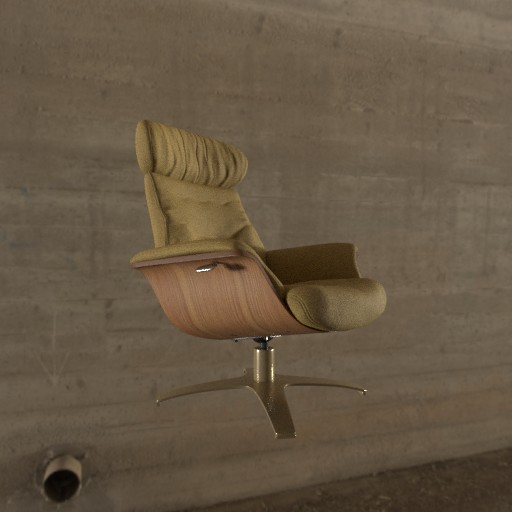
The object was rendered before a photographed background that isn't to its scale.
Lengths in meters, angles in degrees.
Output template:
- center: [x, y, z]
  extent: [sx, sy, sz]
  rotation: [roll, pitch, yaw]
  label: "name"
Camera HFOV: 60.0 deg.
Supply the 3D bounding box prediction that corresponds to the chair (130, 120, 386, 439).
- center: [0.000, 0.000, 1.562]
  extent: [0.837, 0.995, 0.785]
  rotation: [0, 0, 37]
  label: "chair"
